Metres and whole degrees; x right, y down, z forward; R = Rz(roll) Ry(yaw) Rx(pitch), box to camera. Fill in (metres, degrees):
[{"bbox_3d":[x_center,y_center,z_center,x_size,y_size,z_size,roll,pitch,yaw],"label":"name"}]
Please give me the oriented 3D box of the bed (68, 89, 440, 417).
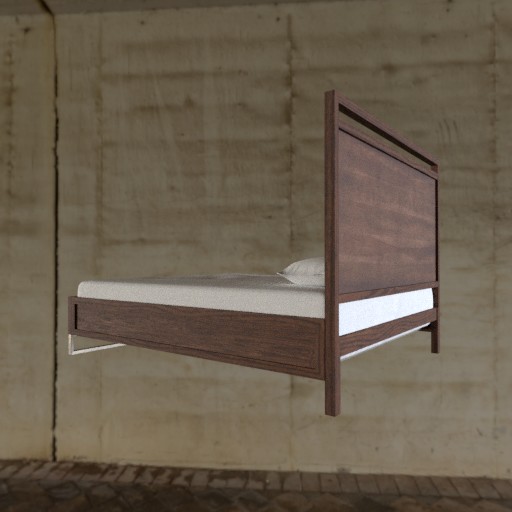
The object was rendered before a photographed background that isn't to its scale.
[{"bbox_3d":[0.000,0.000,3.379,2.218,1.487,1.765,0,-1,37],"label":"bed"}]
